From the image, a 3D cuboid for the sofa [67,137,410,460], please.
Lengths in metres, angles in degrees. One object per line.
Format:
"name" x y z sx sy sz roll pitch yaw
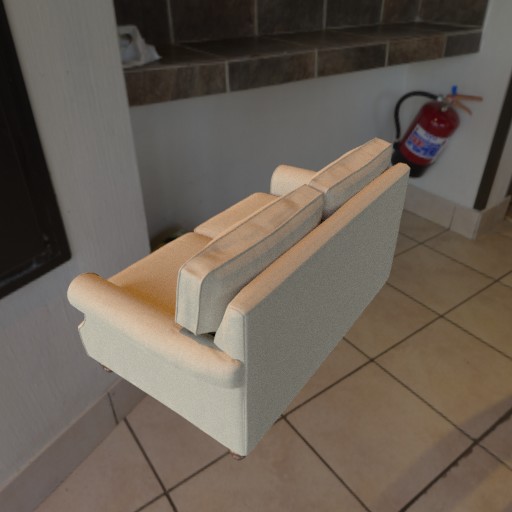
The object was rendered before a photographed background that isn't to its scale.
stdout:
"sofa" 0.000 0.000 2.223 0.964 0.937 1.665 21 38 29
